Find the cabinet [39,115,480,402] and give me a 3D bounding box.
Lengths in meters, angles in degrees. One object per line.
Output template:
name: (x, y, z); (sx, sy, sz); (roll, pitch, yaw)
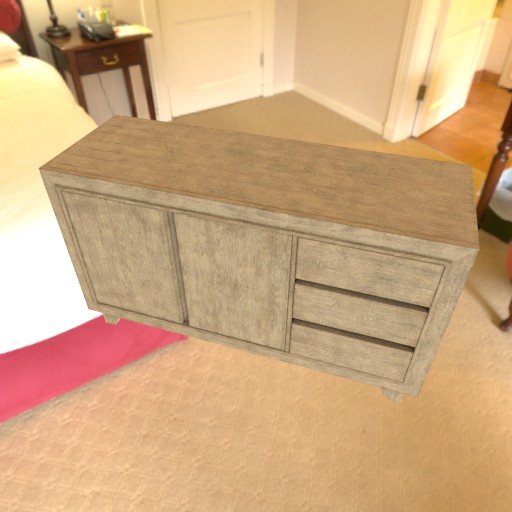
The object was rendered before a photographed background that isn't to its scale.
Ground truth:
cabinet: (0.000, 0.000, 1.841); (1.460, 0.825, 0.511); (12, 41, 14)
